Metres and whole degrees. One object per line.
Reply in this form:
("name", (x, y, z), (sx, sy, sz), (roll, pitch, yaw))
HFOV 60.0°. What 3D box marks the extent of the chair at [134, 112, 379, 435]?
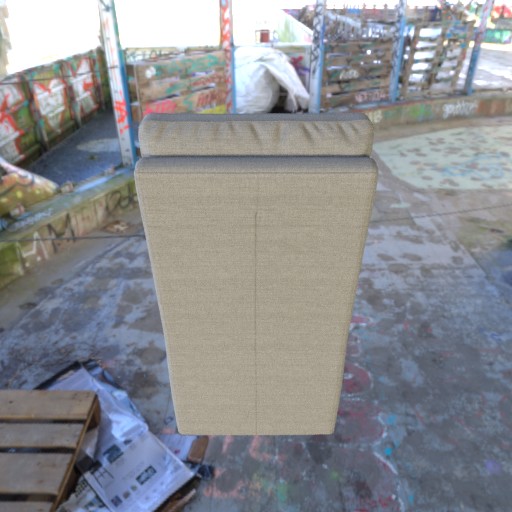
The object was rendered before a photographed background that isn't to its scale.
("chair", (0.000, 0.000, 1.338), (0.503, 0.927, 0.698), (0, 30, 0))
